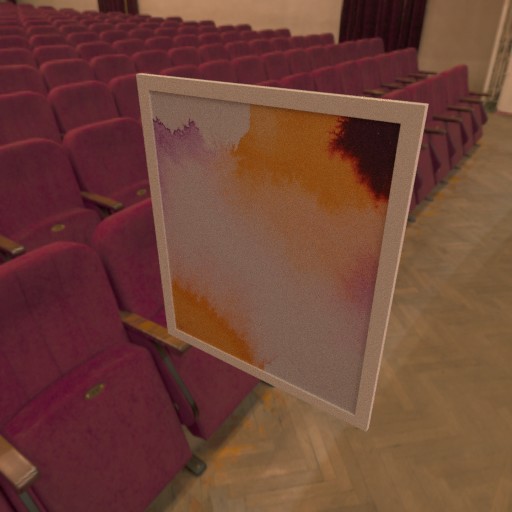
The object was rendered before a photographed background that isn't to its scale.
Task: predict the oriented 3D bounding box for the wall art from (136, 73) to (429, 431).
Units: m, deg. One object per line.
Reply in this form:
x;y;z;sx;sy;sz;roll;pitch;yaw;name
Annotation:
0.000;0.000;0.770;0.482;0.557;0.012;19;34;29;wall art
